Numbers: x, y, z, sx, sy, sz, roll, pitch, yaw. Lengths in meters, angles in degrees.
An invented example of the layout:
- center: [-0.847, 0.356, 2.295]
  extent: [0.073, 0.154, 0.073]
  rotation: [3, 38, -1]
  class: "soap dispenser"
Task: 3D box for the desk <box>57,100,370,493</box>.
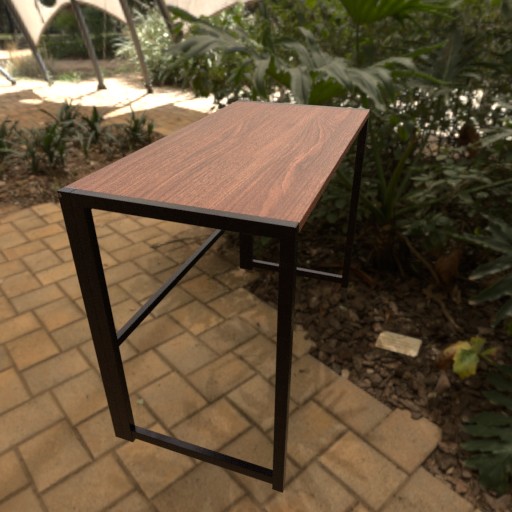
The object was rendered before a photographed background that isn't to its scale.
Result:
- center: [0.000, 0.000, 1.438]
  extent: [0.508, 0.762, 1.016]
  rotation: [10, 31, 17]
  class: "desk"
